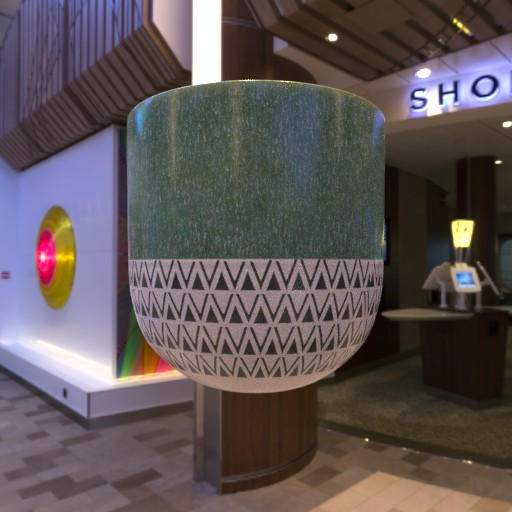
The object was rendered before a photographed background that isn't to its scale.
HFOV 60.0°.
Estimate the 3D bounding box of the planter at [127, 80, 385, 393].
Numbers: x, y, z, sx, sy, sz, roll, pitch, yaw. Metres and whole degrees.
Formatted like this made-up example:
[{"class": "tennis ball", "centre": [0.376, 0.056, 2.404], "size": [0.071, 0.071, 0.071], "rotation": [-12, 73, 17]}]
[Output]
[{"class": "planter", "centre": [0.000, 0.000, 0.474], "size": [0.266, 0.270, 0.266], "rotation": [0, -1, 0]}]
